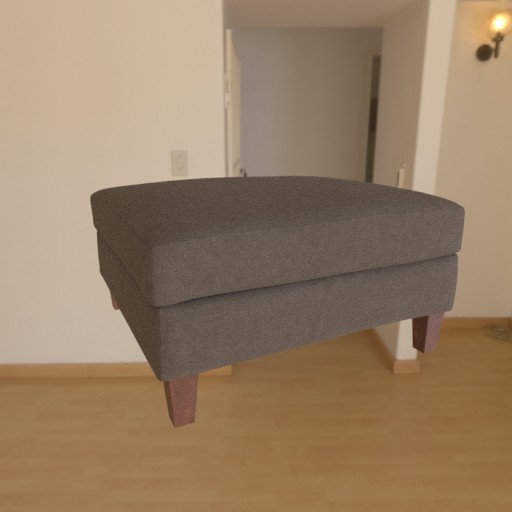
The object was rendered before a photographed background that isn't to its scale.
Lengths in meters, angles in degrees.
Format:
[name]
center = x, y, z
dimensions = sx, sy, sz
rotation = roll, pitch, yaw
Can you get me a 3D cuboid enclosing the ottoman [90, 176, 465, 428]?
[ottoman]
center = 0.000, 0.000, 1.413
dimensions = 0.881, 0.482, 0.861
rotation = -8, 18, -26
